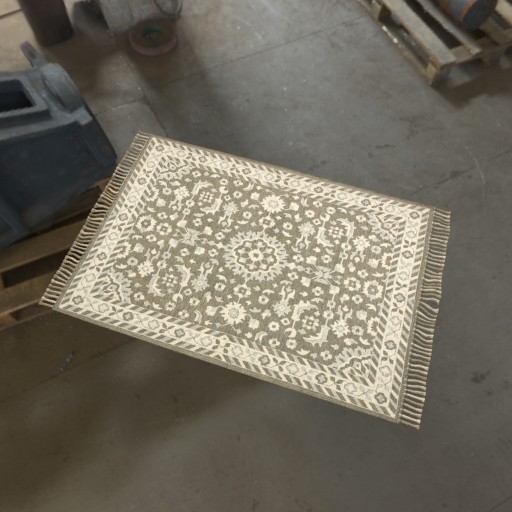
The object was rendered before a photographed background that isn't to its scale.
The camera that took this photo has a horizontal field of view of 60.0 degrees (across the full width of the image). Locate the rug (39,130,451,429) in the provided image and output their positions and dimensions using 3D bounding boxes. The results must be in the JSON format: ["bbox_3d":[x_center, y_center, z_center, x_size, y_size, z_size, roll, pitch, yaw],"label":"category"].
[{"bbox_3d":[0.000,0.000,2.974,2.431,0.025,1.530,16,64,8],"label":"rug"}]
